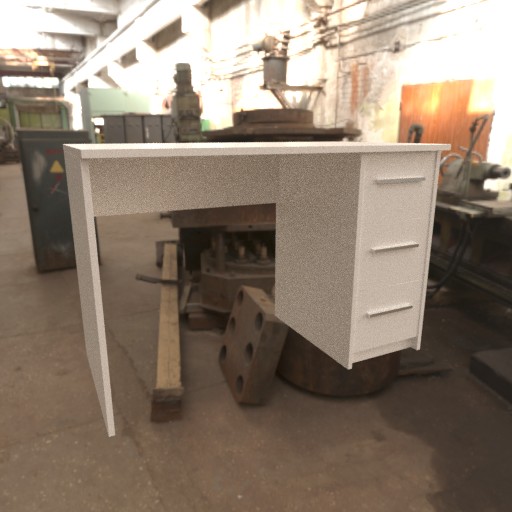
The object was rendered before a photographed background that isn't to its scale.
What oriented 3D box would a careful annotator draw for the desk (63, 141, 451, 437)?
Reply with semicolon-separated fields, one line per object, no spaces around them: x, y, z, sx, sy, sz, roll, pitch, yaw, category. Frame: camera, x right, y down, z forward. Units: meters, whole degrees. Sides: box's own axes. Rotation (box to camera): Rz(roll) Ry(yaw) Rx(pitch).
0.000;0.000;1.502;1.097;0.735;0.560;-7;17;-25;desk
